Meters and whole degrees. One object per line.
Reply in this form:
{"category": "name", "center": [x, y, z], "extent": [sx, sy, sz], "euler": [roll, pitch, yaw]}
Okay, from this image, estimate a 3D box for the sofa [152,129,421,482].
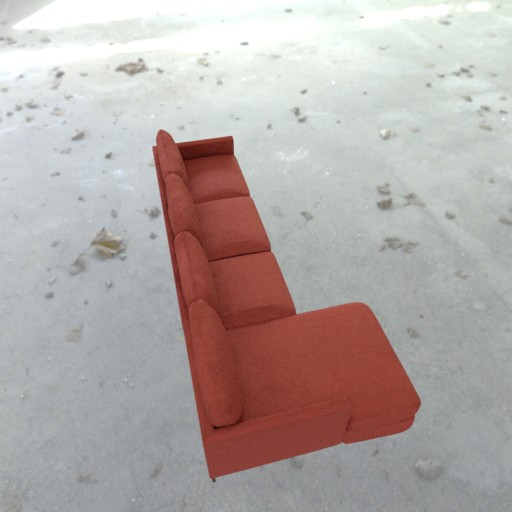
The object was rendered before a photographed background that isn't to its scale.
{"category": "sofa", "center": [0.000, 0.000, 4.034], "extent": [1.500, 0.967, 3.400], "euler": [-10, 47, -10]}
